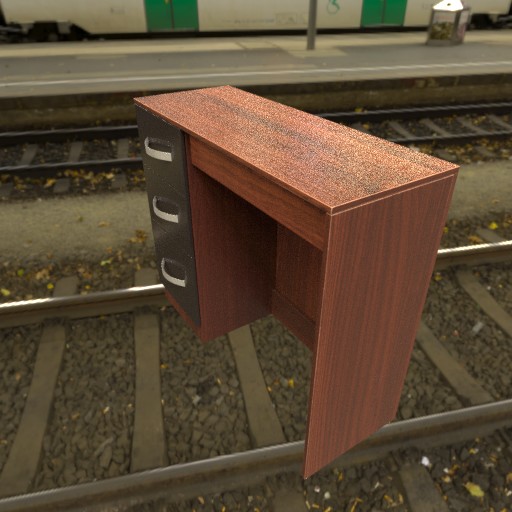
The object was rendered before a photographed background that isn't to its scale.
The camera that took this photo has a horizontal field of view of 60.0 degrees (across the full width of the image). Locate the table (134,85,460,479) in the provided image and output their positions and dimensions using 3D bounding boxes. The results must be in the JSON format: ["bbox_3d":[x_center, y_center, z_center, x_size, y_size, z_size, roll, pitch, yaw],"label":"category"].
[{"bbox_3d":[0.000,0.000,1.348,0.380,0.790,0.930,-19,37,-28],"label":"table"}]
